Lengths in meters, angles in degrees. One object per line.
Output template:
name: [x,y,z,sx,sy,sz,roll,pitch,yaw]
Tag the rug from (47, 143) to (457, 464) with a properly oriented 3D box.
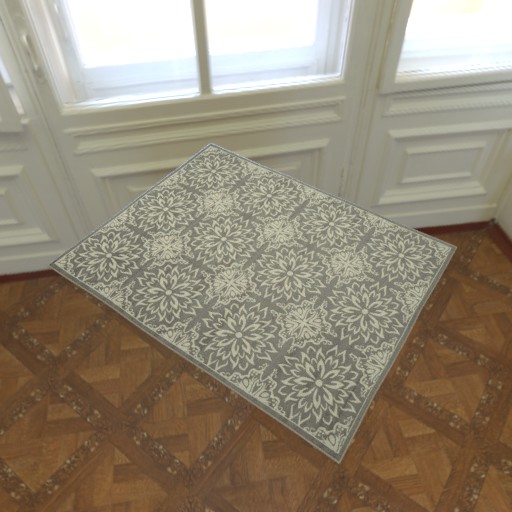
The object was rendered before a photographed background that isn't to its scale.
rug: [0.000,0.000,4.101,2.980,0.012,2.363,28,54,23]
